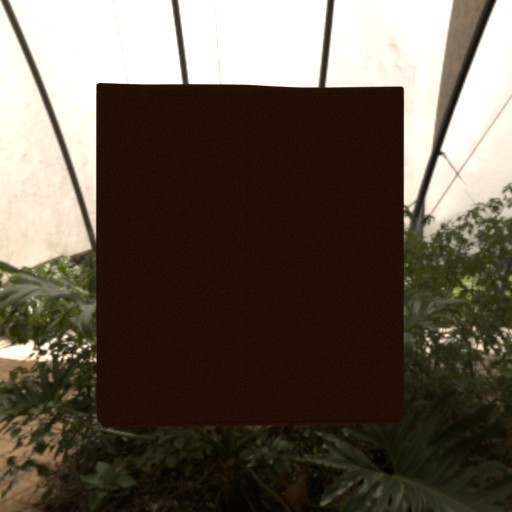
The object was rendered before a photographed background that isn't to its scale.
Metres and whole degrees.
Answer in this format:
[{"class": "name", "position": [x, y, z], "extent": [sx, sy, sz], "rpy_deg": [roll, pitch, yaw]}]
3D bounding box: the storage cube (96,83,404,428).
[{"class": "storage cube", "position": [0.000, 0.000, 0.492], "extent": [0.270, 0.280, 0.270], "rpy_deg": [0, 0, -2]}]
